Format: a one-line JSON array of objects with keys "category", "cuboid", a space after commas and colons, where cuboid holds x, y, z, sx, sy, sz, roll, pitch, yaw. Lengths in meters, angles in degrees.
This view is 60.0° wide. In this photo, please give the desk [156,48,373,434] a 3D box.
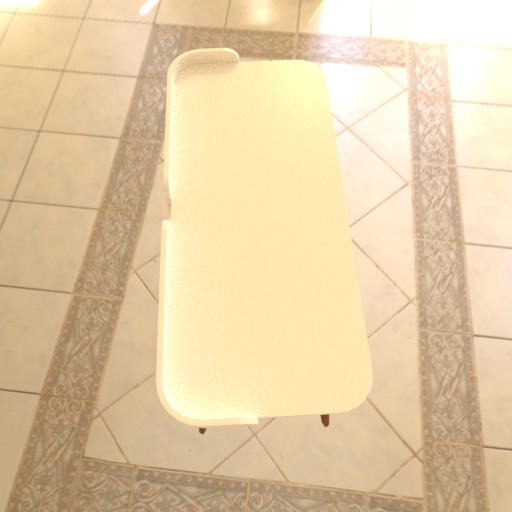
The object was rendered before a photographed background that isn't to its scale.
[{"category": "desk", "cuboid": [0.000, 0.000, 1.635, 0.534, 0.807, 1.206, -3, 66, -1]}]
